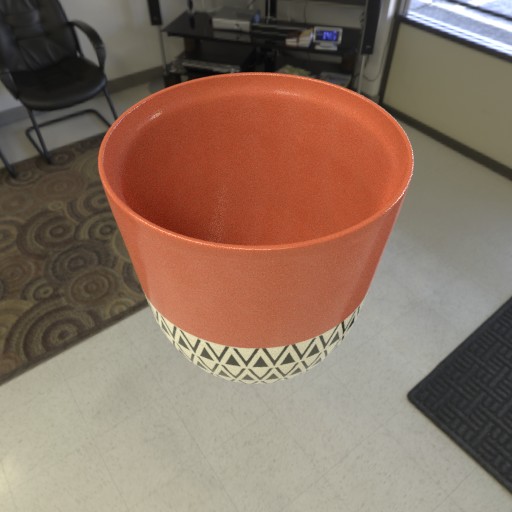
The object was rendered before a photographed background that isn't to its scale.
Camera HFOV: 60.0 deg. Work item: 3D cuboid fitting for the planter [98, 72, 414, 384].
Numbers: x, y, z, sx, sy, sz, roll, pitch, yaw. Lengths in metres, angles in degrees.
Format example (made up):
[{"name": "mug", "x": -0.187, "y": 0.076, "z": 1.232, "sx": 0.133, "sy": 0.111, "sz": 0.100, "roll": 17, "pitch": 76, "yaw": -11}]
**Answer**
[{"name": "planter", "x": 0.000, "y": 0.000, "z": 0.358, "sx": 0.195, "sy": 0.214, "sz": 0.195, "roll": 0, "pitch": 46, "yaw": 0}]
